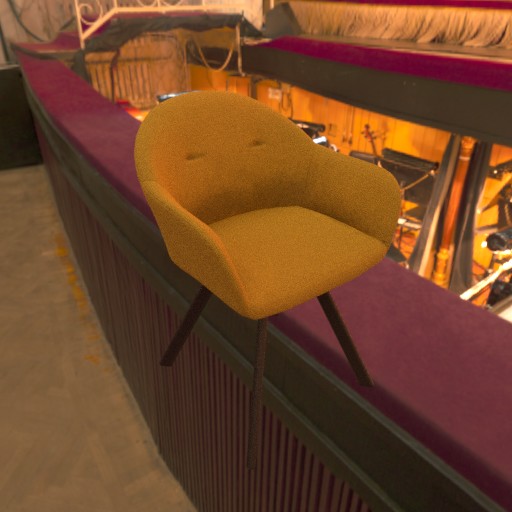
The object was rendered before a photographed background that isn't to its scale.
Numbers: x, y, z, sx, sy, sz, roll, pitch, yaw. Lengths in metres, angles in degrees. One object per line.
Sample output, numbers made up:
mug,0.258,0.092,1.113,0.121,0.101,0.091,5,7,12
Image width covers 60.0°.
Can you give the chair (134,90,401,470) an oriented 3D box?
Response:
chair,0.000,0.000,1.189,0.545,0.775,0.565,-20,35,-31
